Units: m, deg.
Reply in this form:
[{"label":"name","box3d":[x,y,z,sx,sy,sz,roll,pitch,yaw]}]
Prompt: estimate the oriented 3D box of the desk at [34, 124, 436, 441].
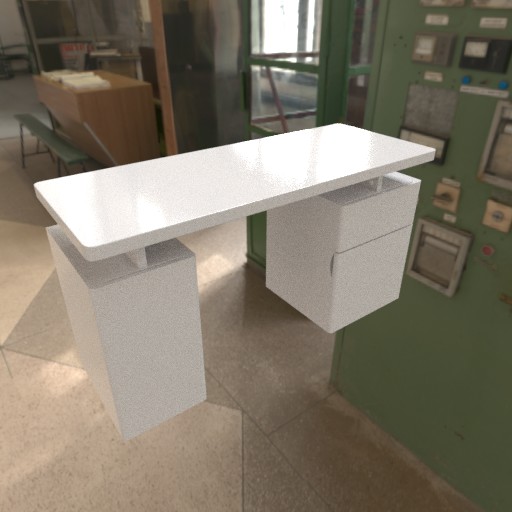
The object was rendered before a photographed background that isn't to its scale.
[{"label":"desk","box3d":[0.000,0.000,1.791,1.400,0.762,0.550,-20,35,-31]}]
